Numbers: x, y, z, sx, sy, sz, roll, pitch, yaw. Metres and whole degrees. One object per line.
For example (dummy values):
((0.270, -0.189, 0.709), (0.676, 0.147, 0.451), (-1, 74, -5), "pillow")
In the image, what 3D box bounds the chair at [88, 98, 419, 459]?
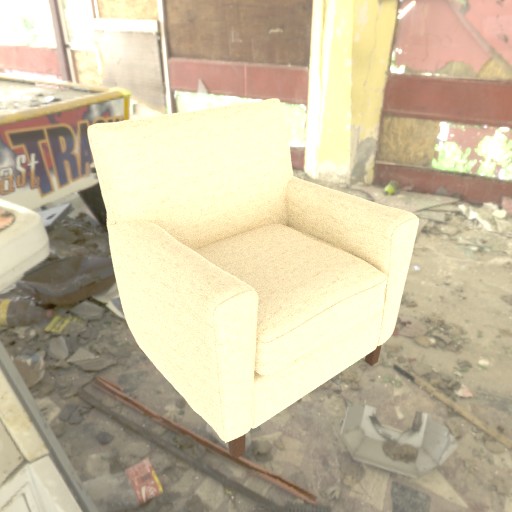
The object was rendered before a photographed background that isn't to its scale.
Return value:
((0.000, 0.000, 1.643), (0.870, 0.943, 0.823), (-21, 36, -33), "chair")
